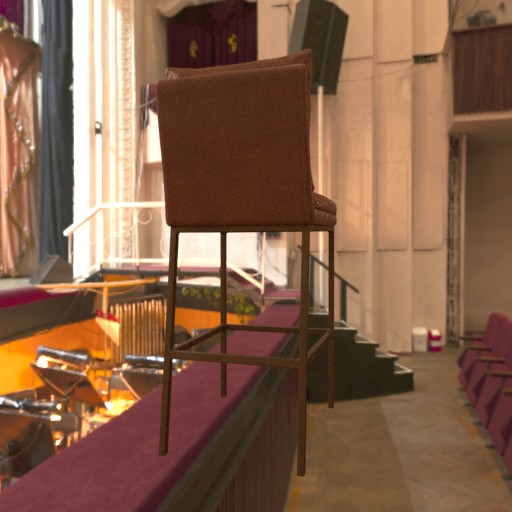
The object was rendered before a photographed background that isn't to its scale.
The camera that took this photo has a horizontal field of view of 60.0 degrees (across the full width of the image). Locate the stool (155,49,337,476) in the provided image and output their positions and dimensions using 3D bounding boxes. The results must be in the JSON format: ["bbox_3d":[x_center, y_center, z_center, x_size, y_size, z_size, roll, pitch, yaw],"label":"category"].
[{"bbox_3d":[0.000,0.000,1.446,0.463,1.124,0.571,0,1,17],"label":"stool"}]
